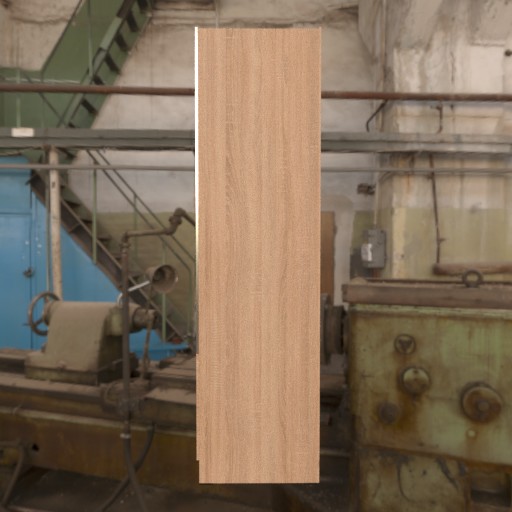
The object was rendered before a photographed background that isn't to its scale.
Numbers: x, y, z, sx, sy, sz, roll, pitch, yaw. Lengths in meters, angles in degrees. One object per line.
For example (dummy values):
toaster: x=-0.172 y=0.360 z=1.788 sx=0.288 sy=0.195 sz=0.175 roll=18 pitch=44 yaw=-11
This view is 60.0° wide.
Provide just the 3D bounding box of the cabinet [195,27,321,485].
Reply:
cabinet: x=0.000 y=0.000 z=2.552 sx=0.590 sy=2.121 sz=1.001 roll=0 pitch=2 yaw=0
